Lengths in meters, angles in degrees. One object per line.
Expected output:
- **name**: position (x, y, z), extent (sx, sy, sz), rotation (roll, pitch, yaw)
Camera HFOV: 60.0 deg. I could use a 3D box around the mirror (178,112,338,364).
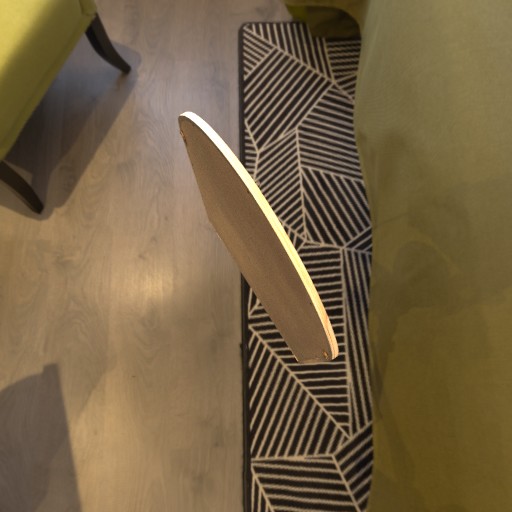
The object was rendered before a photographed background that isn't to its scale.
- **mirror**: position (0.000, 0.000, 1.139), extent (0.032, 0.915, 0.609), rotation (-31, 78, -8)
